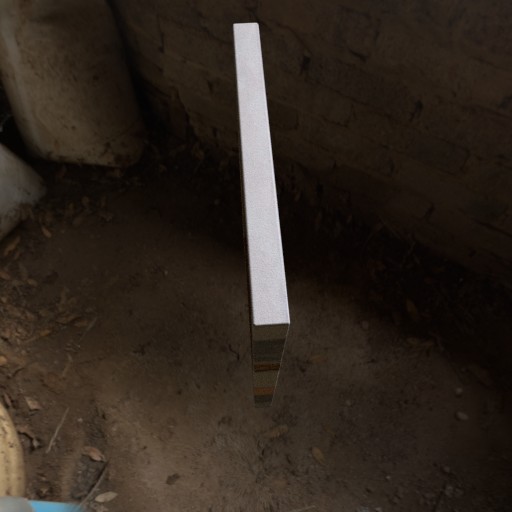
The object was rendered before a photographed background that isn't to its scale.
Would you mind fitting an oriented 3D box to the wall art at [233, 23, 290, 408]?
[{"bbox_3d":[0.000,0.000,0.816,0.038,0.609,0.456,-4,64,-2],"label":"wall art"}]
